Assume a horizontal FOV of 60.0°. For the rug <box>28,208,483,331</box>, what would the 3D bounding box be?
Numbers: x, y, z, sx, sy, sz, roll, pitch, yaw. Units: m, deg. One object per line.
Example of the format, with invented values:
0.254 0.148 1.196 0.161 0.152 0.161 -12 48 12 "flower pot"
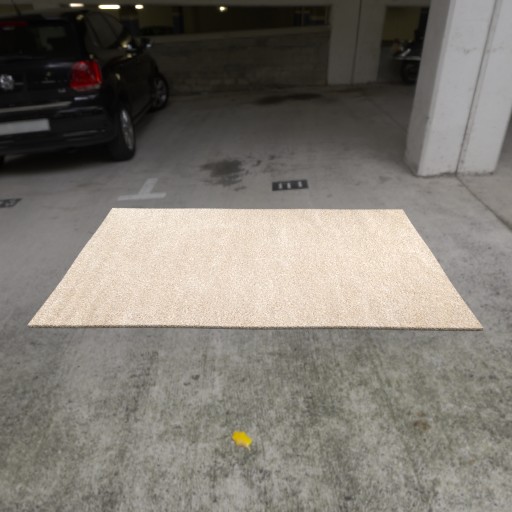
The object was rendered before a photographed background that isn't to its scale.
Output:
0.000 0.000 2.934 2.346 0.025 1.500 0 30 1 "rug"
